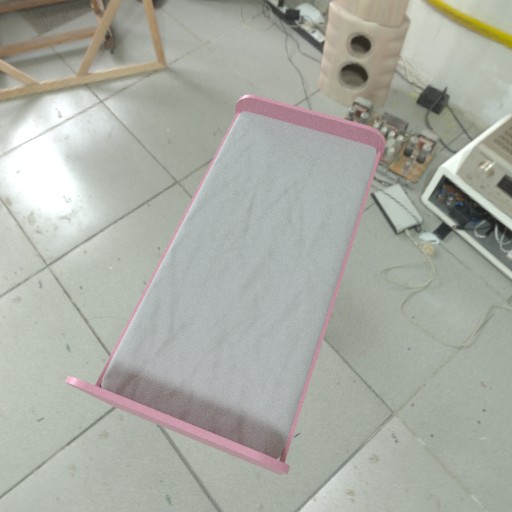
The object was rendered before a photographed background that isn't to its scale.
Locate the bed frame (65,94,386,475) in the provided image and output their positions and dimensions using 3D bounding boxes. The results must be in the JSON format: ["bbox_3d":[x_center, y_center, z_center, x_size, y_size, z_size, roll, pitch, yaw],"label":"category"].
[{"bbox_3d":[0.000,0.000,2.474,0.998,0.805,1.963,18,65,9],"label":"bed frame"}]
